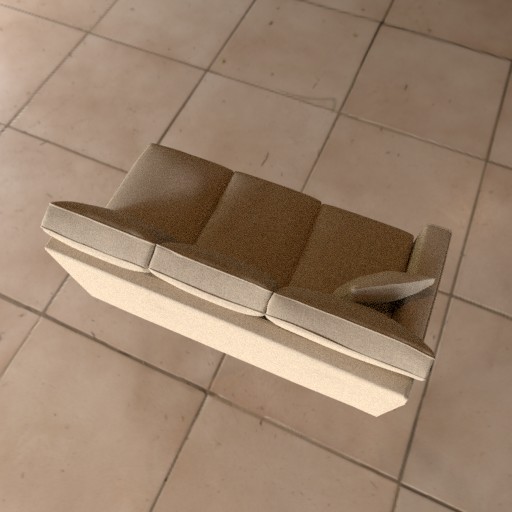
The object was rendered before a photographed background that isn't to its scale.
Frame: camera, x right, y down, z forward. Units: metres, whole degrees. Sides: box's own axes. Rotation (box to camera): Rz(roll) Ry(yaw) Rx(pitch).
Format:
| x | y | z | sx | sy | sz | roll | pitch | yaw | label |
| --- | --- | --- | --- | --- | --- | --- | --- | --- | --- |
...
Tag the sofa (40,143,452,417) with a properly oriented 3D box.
| x | y | z | sx | sy | sz | roll | pitch | yaw | label |
| --- | --- | --- | --- | --- | --- | --- | --- | --- | --- |
| 0.000 | 0.000 | 2.566 | 1.962 | 0.946 | 1.034 | 21 | 66 | 10 | sofa |
